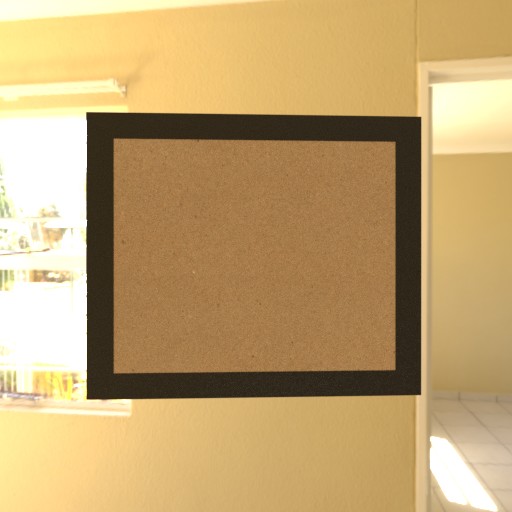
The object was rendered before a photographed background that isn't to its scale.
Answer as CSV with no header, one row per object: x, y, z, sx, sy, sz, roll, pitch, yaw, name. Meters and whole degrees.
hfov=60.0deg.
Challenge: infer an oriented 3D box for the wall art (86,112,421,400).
0.000,0.000,0.517,0.381,0.321,0.028,0,0,-3,wall art
